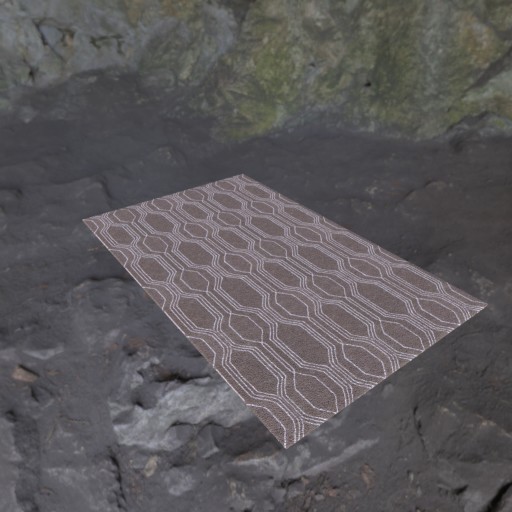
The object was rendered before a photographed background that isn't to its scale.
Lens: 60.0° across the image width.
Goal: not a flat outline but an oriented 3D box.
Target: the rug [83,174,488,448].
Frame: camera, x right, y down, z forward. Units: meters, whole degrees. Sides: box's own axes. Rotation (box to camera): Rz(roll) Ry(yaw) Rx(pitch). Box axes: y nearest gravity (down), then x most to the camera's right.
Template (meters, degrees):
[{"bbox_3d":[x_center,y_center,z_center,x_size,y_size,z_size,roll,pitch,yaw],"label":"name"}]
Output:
[{"bbox_3d":[0.000,0.000,3.016,1.541,0.012,2.457,-22,39,-30],"label":"rug"}]
